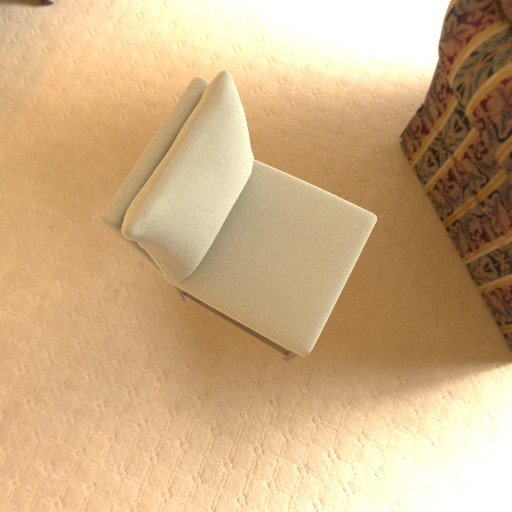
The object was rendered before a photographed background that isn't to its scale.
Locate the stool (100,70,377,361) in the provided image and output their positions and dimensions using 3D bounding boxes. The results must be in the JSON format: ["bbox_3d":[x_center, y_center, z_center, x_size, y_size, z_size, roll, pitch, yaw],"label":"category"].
[{"bbox_3d":[0.000,0.000,1.467,0.572,1.125,0.463,27,76,7],"label":"stool"}]
